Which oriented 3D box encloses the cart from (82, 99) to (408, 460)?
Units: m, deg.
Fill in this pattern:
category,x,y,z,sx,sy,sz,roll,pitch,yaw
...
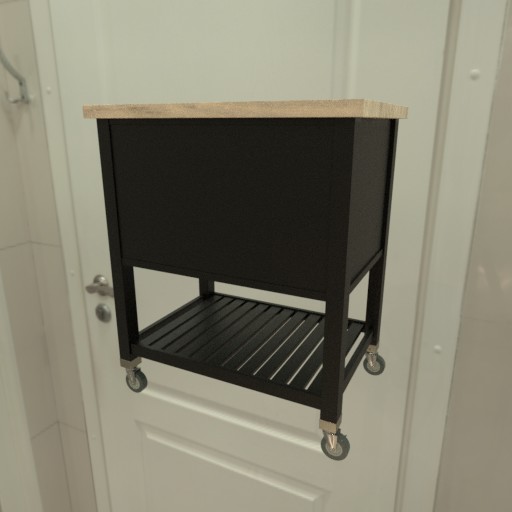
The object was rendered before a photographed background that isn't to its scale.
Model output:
category,x,y,z,sx,sy,sz,roll,pitch,yaw
cart,0.000,0.000,1.436,0.797,0.920,0.567,8,19,26
